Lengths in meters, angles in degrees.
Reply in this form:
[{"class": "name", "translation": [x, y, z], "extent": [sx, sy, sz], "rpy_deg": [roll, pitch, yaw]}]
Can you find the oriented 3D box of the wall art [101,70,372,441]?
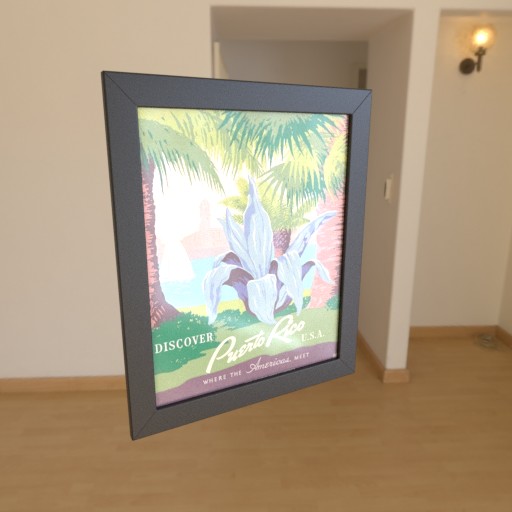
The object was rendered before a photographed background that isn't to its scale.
[{"class": "wall art", "translation": [0.000, 0.000, 0.790], "extent": [0.481, 0.582, 0.018], "rpy_deg": [-8, 16, -27]}]
